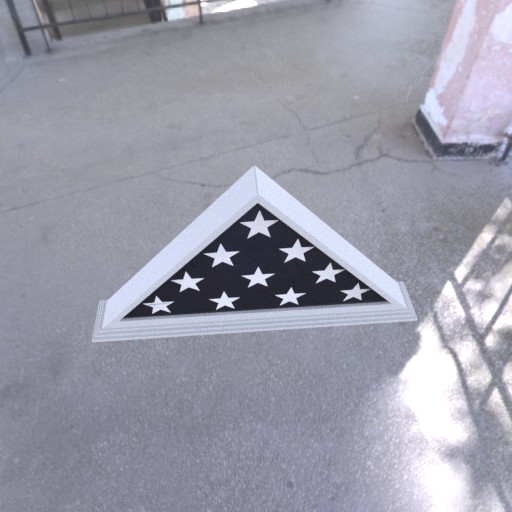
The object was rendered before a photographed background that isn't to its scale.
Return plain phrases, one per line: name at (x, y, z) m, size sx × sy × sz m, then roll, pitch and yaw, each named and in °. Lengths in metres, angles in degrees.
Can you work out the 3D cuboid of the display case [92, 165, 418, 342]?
display case at (0.000, 0.000, 0.776) m, size 0.640 × 0.340 × 0.095 m, roll -3°, pitch 49°, yaw -3°
